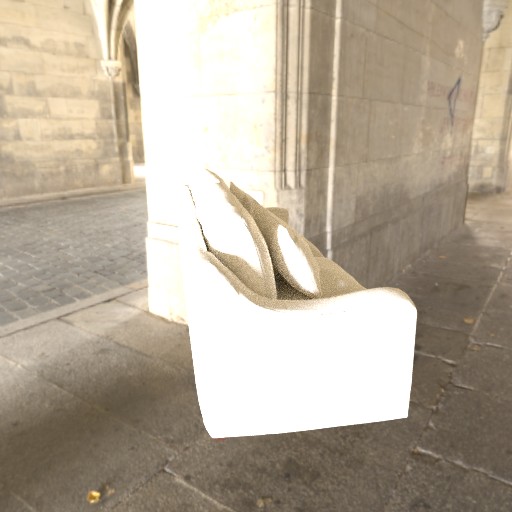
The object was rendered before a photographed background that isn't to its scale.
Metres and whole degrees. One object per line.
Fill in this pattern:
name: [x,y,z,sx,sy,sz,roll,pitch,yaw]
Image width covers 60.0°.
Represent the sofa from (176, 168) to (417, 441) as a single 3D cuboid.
sofa: [0.000,0.000,2.989,1.009,1.022,2.470,-3,16,-10]
